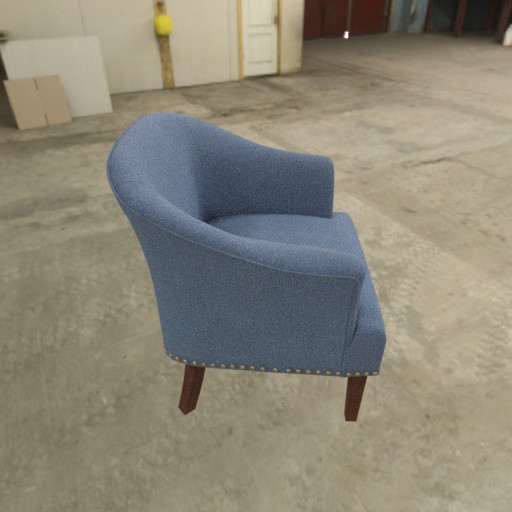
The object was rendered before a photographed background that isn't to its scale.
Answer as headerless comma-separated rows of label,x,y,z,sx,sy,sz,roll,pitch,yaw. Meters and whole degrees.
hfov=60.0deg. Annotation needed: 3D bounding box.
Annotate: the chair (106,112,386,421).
chair,0.000,0.000,1.410,0.704,0.815,0.772,1,32,2
